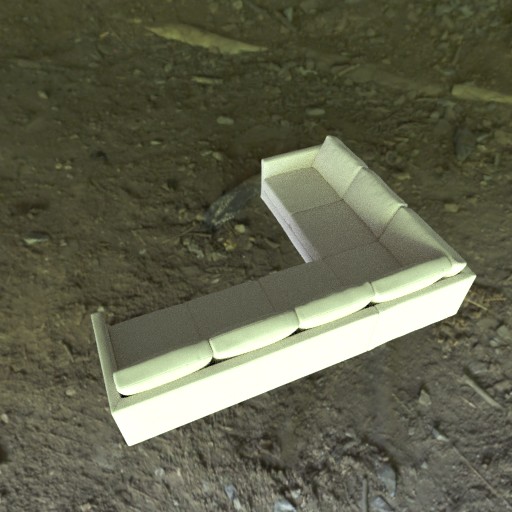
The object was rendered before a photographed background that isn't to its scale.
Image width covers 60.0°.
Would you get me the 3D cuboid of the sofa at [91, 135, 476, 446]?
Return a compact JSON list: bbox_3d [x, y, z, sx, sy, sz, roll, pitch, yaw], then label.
[{"bbox_3d":[0.000,0.000,4.371,3.182,0.863,2.432,-17,48,-16],"label":"sofa"}]
